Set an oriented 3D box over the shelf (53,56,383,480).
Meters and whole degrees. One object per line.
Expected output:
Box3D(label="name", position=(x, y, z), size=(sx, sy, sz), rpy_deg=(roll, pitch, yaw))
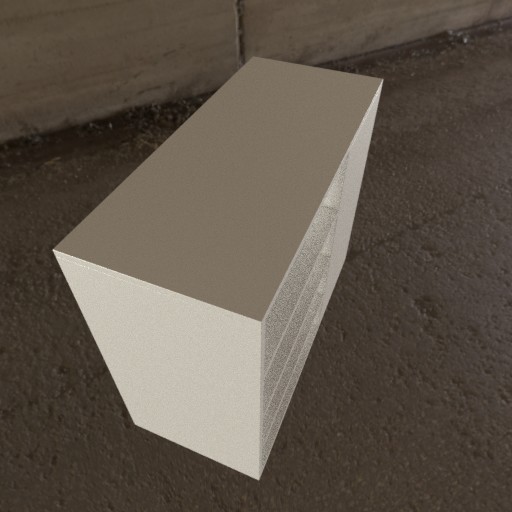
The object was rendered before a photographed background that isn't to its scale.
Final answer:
Box3D(label="shelf", position=(0.000, 0.000, 1.272), size=(0.396, 0.732, 0.895), rpy_deg=(17, 49, 16))
